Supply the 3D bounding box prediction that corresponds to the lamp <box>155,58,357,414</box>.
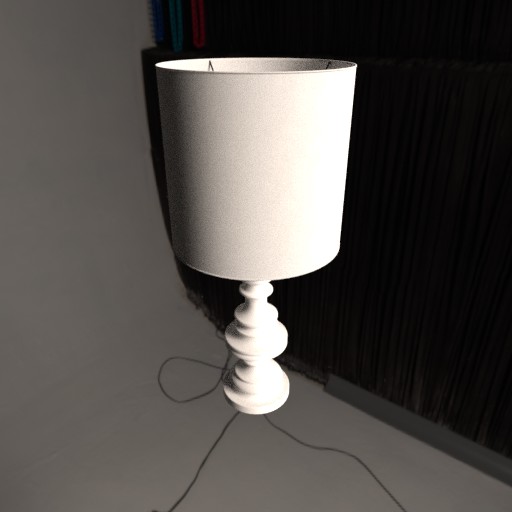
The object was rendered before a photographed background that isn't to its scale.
[{"bbox_3d":[0.000,0.000,0.571,0.208,0.455,0.208,19,33,32],"label":"lamp"}]
